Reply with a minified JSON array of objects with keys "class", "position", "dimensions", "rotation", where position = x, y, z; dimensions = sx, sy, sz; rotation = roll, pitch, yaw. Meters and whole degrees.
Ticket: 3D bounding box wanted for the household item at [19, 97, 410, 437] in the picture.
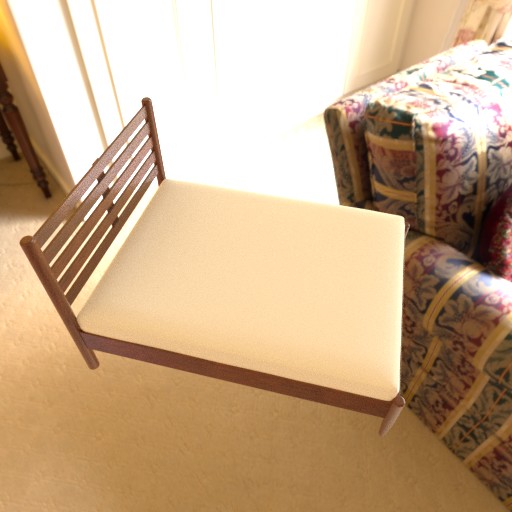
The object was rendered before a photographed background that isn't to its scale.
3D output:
[{"class":"household item","position":[0.000,0.000,3.224],"dimensions":[2.232,1.356,1.663],"rotation":[10,48,10]}]
